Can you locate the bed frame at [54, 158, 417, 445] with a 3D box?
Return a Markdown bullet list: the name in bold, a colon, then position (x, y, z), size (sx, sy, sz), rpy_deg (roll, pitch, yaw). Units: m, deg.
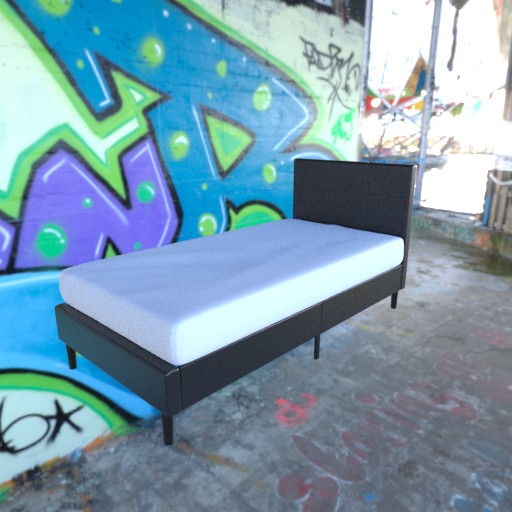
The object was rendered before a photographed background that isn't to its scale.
- **bed frame**: position (0.000, 0.000, 2.593), size (1.038, 1.046, 2.152), rpy_deg (15, 21, 41)
